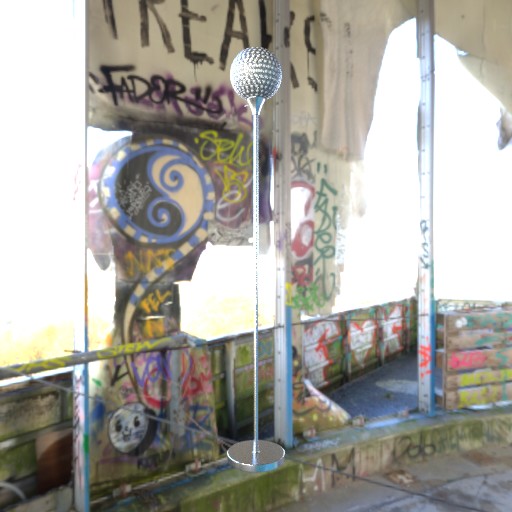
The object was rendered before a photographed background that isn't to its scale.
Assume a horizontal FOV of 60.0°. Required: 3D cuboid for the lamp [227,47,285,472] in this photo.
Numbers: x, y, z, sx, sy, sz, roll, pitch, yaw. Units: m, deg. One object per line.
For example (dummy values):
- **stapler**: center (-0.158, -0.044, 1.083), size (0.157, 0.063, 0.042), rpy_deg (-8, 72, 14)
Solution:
- **lamp**: center (0.000, 0.000, 1.976), size (0.254, 1.805, 0.254), rpy_deg (0, 0, 0)
